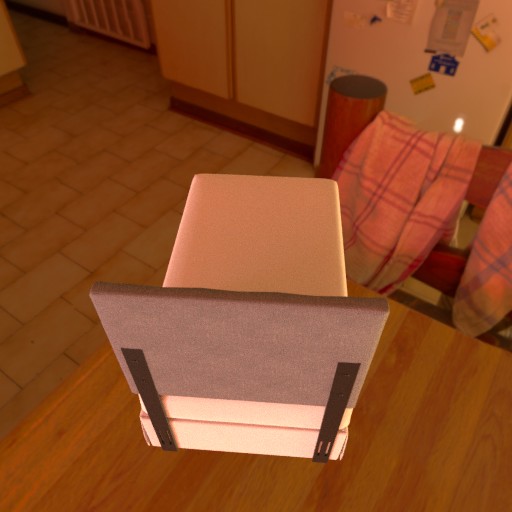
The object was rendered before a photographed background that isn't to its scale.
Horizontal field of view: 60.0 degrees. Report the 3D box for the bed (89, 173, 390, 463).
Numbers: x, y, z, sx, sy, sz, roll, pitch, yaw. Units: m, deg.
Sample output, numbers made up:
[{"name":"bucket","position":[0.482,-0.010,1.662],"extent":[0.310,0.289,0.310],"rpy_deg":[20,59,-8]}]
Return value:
[{"name":"bed","position":[0.000,0.000,2.882],"extent":[1.261,1.571,1.997],"rpy_deg":[3,47,3]}]
